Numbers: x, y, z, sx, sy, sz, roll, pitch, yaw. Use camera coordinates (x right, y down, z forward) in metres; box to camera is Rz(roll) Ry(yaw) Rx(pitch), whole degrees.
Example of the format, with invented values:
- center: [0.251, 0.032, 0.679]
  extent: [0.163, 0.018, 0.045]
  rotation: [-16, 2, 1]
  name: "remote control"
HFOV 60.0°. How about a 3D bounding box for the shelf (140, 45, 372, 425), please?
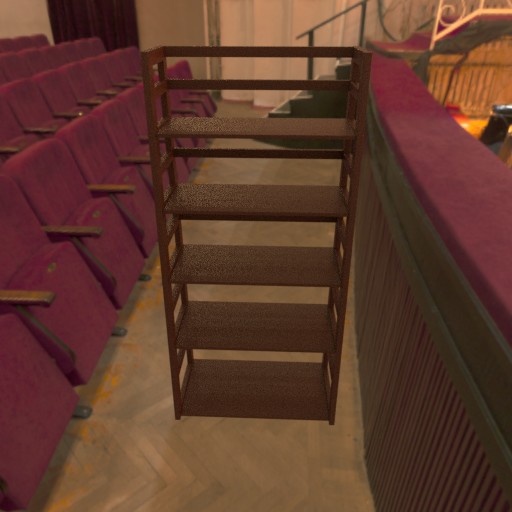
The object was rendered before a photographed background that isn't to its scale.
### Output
- center: [0.000, 0.000, 1.896]
  extent: [0.763, 1.600, 0.403]
  rotation: [1, 30, 2]
  name: "shelf"
